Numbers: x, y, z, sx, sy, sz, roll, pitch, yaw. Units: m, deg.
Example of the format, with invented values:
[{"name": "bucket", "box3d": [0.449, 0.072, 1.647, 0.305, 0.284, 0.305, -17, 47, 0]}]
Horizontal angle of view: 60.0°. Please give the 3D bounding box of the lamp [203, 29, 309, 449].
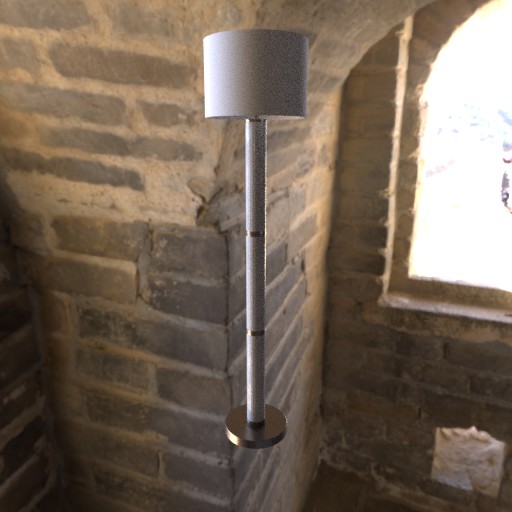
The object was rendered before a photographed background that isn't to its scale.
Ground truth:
[{"name": "lamp", "box3d": [0.000, 0.000, 1.788, 0.377, 1.599, 0.377, -7, 16, -26]}]
